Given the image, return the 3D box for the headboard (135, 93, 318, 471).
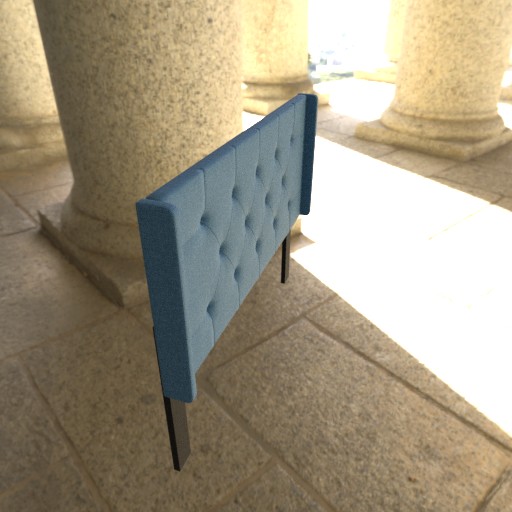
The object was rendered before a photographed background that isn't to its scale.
[{"bbox_3d":[0.000,0.000,2.676,0.184,1.524,2.051,11,32,17],"label":"headboard"}]
